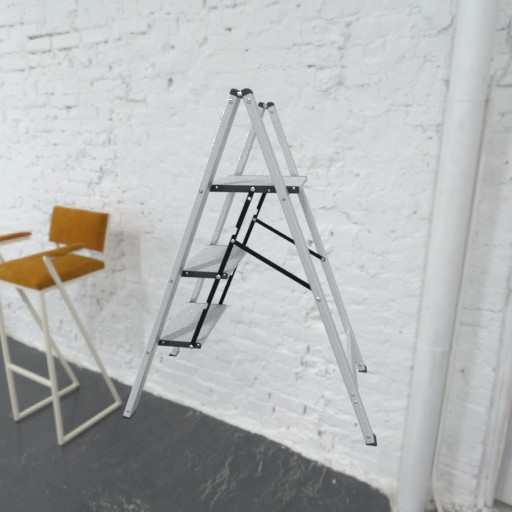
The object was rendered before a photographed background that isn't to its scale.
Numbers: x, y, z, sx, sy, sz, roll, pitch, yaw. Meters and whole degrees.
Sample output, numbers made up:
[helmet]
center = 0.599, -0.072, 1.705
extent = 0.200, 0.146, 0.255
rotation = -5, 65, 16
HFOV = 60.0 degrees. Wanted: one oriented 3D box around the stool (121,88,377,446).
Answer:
[stool]
center = 0.000, 0.000, 1.331
extent = 0.730, 0.902, 0.441
rotation = 3, 15, 9
